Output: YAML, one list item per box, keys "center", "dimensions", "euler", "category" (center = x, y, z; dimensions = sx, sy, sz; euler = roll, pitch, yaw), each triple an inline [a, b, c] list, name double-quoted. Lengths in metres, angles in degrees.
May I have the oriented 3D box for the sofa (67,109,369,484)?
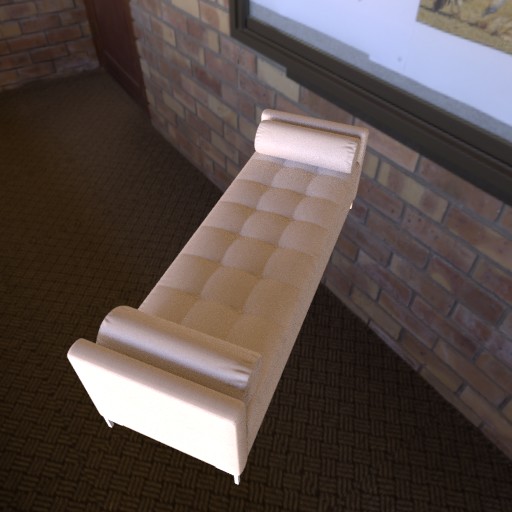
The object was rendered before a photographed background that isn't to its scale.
- center: [0.000, 0.000, 2.361]
  dimensions: [0.686, 0.635, 1.981]
  euler: [17, 48, 15]
  category: "sofa"
